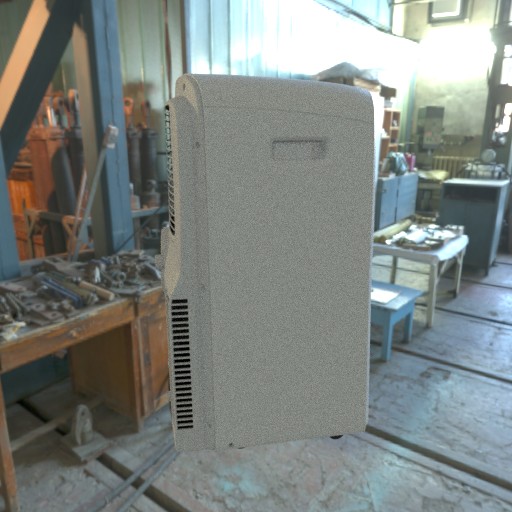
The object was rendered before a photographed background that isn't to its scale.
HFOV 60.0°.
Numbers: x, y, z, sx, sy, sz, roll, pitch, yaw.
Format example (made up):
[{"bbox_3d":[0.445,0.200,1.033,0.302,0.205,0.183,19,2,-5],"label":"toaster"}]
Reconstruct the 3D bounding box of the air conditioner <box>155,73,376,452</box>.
[{"bbox_3d":[0.000,0.000,1.050,0.467,0.765,0.478,-2,16,-8],"label":"air conditioner"}]
